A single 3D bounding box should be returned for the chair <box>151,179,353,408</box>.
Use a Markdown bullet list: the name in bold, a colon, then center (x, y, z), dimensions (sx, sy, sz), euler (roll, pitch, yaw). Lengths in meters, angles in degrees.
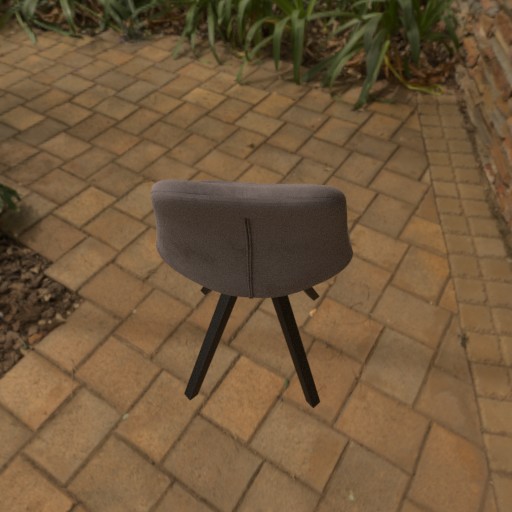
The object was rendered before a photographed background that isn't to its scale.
- **chair**: center (0.000, 0.000, 1.194), dimensions (0.485, 0.850, 0.550), euler (3, 46, 3)
